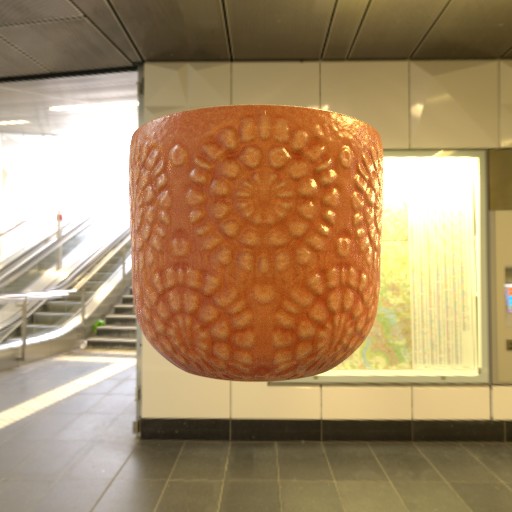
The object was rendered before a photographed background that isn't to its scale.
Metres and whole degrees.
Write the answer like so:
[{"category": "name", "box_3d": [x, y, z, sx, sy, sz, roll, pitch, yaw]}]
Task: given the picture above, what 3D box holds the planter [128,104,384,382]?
[{"category": "planter", "box_3d": [0.000, 0.000, 0.222, 0.124, 0.109, 0.124, 0, -2, 0]}]
